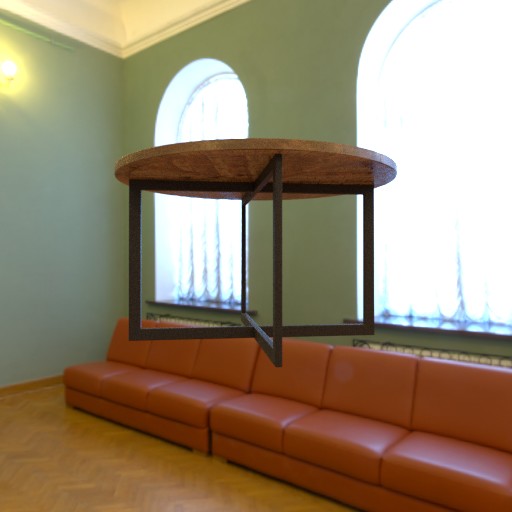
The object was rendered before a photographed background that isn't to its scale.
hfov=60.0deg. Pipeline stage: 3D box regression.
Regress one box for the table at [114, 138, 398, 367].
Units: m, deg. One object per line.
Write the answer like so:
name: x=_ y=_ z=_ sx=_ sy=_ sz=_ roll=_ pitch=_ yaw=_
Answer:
table: x=0.000 y=0.000 z=2.075 sx=1.264 sy=0.762 sz=1.264 roll=0 pitch=0 yaw=0
